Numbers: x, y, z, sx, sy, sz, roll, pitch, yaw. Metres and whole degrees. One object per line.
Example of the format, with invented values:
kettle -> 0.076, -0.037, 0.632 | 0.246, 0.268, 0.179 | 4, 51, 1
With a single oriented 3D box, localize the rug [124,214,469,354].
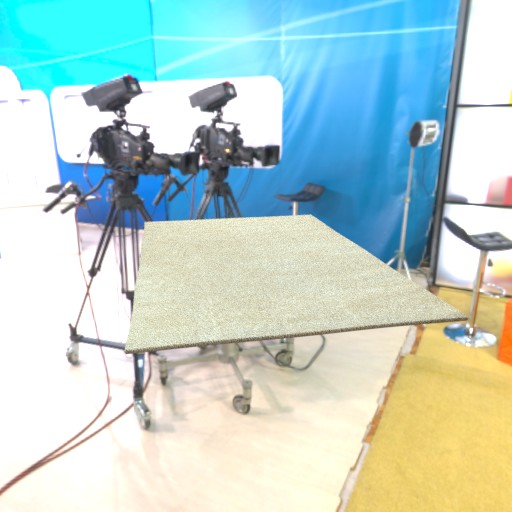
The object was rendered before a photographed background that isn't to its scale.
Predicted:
rug -> 0.000, 0.000, 3.493 | 1.800, 0.025, 2.699 | -4, 18, -11
